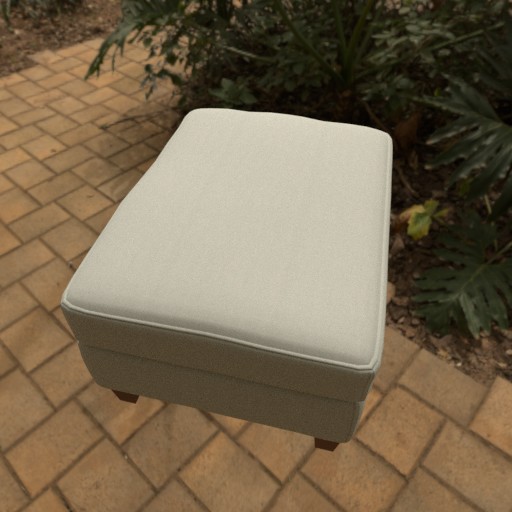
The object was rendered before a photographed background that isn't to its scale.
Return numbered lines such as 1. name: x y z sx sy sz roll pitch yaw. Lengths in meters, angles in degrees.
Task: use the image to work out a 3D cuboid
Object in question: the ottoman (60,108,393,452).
1. ottoman: 0.000 0.000 1.200 0.634 0.496 0.818 10 47 9
